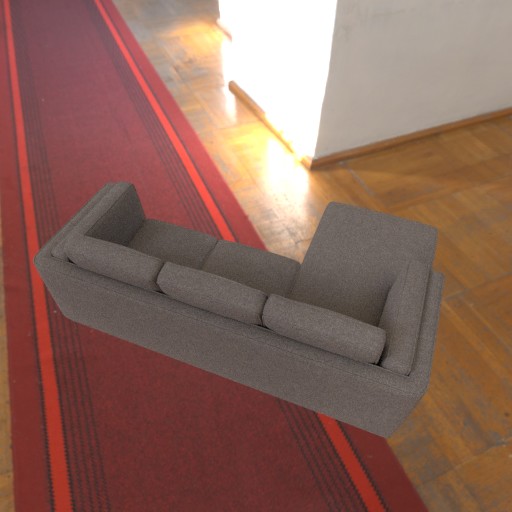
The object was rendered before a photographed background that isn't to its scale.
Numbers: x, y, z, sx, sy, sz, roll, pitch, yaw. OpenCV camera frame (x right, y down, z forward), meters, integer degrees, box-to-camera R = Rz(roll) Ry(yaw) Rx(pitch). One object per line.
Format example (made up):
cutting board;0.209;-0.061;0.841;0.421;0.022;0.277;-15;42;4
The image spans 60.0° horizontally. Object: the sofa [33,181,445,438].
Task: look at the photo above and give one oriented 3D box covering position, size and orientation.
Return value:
sofa;0.000;0.000;3.123;2.411;0.929;1.604;16;50;14
